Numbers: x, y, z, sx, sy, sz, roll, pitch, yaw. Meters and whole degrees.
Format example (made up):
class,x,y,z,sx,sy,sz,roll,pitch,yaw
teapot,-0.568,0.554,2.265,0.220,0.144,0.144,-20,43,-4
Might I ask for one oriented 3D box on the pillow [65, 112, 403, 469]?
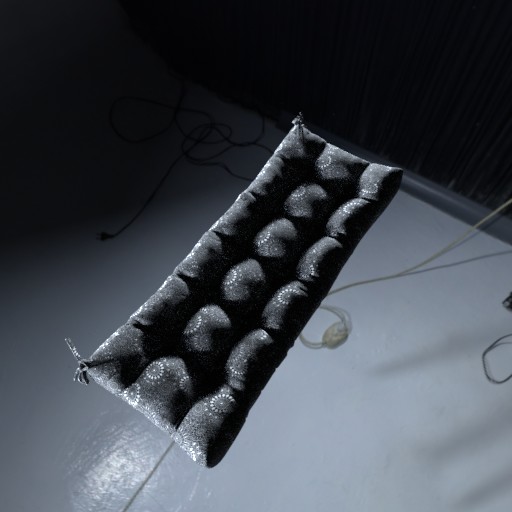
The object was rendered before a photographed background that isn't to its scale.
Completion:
class,x,y,z,sx,sy,sz,roll,pitch,yaw
pillow,0.000,0.000,1.387,0.511,0.174,1.194,30,64,17
